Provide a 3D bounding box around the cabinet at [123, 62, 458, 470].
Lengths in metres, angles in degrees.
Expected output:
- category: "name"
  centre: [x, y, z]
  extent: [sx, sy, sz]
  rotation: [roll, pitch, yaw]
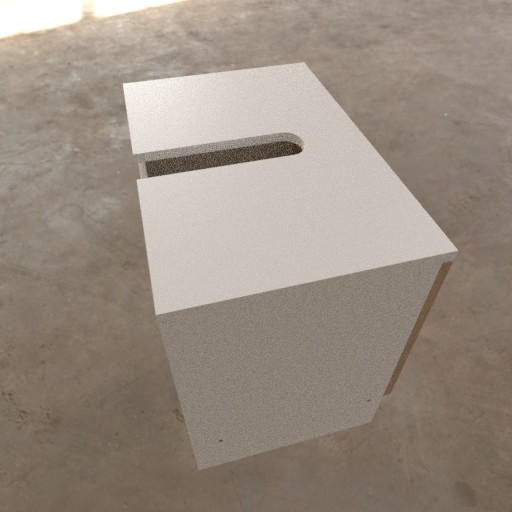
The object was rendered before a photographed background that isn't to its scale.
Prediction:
- category: "cabinet"
  centre: [0.000, 0.000, 0.929]
  extent: [0.400, 0.522, 0.600]
  rotation: [-11, 47, -10]
